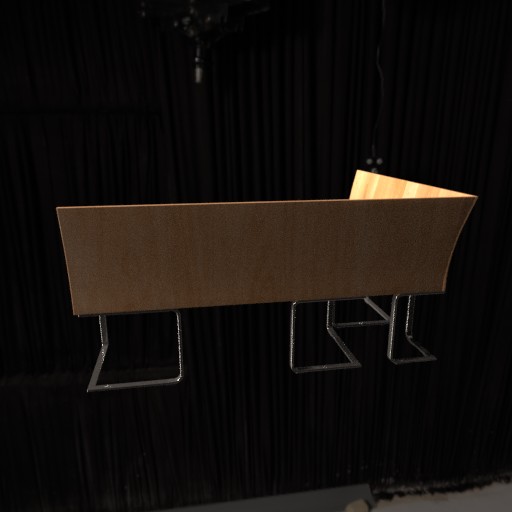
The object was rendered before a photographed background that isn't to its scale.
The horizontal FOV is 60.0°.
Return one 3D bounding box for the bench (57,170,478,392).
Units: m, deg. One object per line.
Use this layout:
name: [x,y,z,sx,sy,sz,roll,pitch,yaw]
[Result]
bench: [0.000,0.000,2.840,1.945,0.930,1.495,-3,16,-9]
